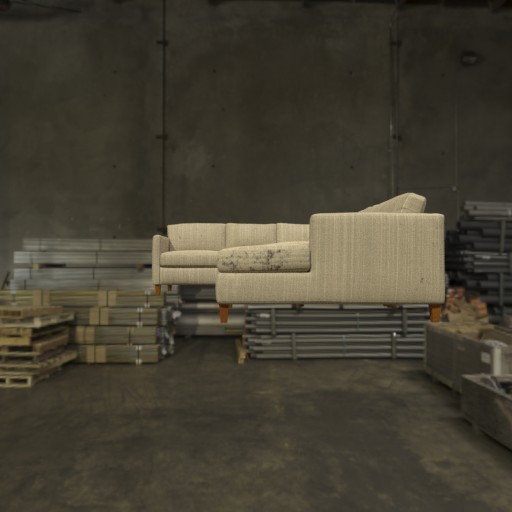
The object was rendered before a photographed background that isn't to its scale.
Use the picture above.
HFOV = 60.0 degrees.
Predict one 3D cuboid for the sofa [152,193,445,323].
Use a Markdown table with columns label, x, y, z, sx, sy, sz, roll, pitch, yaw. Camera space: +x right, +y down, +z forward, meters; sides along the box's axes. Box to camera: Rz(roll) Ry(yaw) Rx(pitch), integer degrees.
| label | x | y | z | sx | sy | sz | roll | pitch | yaw |
| --- | --- | --- | --- | --- | --- | --- | --- | --- | --- |
| sofa | 0.000 | 0.000 | 4.724 | 2.594 | 0.961 | 3.460 | 0 | -1 | -1 |
